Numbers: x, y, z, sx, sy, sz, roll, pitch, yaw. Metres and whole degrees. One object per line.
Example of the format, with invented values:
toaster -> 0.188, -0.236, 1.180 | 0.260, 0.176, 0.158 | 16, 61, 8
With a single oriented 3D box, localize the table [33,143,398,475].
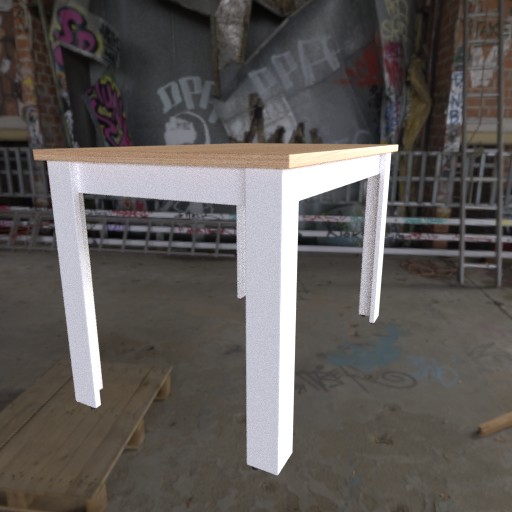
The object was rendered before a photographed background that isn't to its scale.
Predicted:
table -> 0.000, 0.000, 1.529 | 0.700, 0.734, 1.100 | 8, 17, 26
